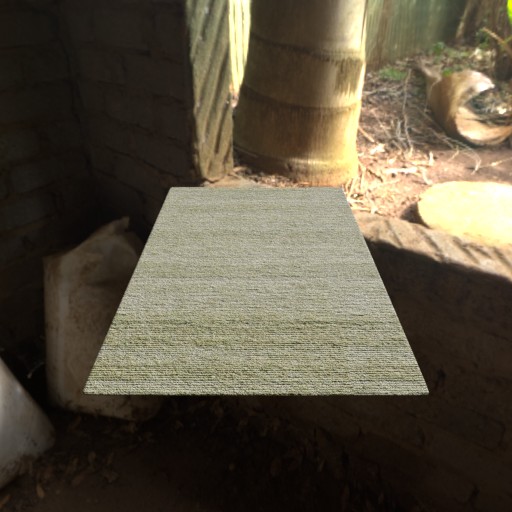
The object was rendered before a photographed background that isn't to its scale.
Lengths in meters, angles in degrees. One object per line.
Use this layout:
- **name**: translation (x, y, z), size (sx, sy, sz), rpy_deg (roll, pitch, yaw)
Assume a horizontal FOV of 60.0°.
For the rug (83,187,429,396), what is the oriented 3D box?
- **rug**: translation (0.000, 0.000, 2.197), size (1.143, 0.010, 1.758), rpy_deg (0, 31, 0)
